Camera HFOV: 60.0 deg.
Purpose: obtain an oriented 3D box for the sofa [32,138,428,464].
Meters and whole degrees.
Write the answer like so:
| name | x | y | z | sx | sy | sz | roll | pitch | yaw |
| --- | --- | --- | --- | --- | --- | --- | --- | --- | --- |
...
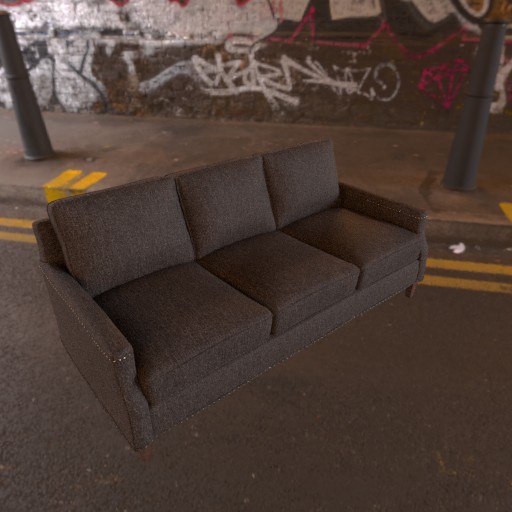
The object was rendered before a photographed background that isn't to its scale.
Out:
| name | x | y | z | sx | sy | sz | roll | pitch | yaw |
| --- | --- | --- | --- | --- | --- | --- | --- | --- | --- |
| sofa | 0.000 | 0.000 | 2.711 | 2.246 | 1.003 | 1.084 | -22 | 36 | -34 |
